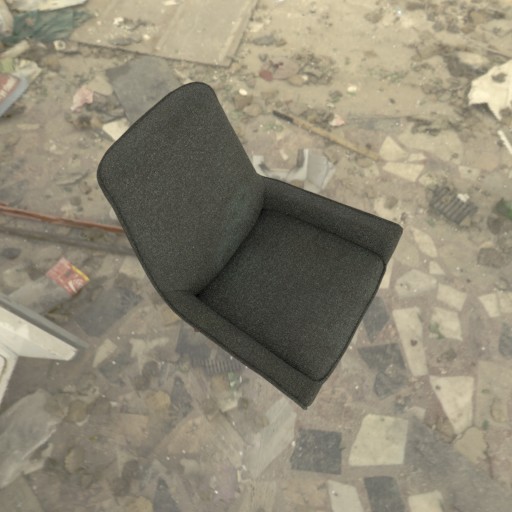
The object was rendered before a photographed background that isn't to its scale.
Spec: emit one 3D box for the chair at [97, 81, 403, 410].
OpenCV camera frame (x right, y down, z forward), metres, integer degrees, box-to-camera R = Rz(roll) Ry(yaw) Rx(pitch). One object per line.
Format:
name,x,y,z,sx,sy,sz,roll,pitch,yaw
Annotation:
chair,0.000,0.000,1.592,0.859,0.883,0.763,28,63,16
